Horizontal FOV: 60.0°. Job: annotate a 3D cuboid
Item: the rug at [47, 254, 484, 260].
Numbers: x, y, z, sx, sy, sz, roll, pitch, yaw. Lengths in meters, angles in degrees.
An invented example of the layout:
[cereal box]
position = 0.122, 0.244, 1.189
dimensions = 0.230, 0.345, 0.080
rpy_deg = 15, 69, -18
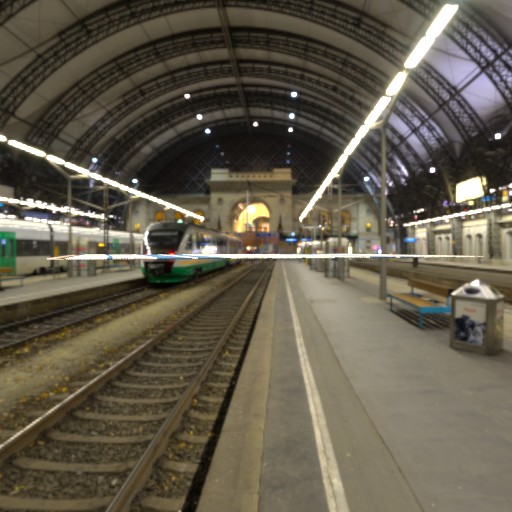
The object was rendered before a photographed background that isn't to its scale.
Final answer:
[rug]
position = 0.000, 0.000, 3.046
dimensions = 2.441, 0.010, 1.532
rpy_deg = 0, 1, -18
